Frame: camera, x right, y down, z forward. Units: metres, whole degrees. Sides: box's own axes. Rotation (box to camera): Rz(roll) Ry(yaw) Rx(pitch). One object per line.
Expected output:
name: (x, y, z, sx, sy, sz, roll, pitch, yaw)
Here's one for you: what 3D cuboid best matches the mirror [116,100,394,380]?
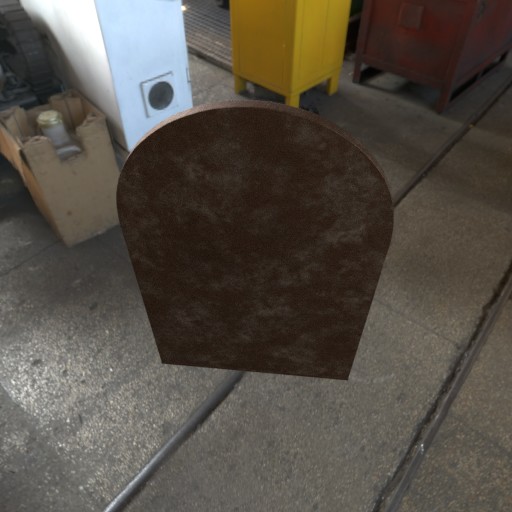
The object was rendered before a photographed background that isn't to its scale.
mirror: (0.000, 0.000, 0.968, 0.510, 0.770, 0.137, 4, 47, 4)
